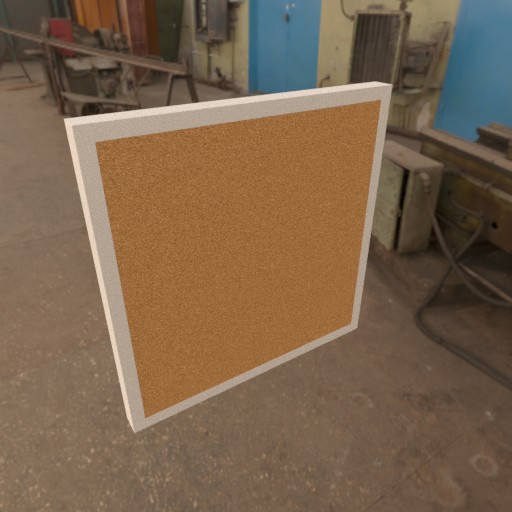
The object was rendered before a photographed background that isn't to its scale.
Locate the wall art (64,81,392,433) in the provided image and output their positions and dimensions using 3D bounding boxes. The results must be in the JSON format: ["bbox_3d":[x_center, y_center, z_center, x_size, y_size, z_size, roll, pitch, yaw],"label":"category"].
[{"bbox_3d":[0.000,0.000,0.748,0.507,0.508,0.038,-18,34,-28],"label":"wall art"}]
